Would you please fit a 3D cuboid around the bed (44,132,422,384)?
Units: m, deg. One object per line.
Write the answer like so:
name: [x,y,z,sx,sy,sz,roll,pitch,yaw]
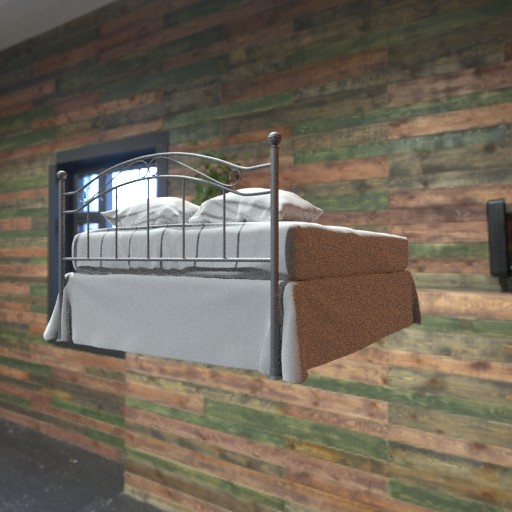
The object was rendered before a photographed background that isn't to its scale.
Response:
bed: [0.000,0.000,3.262,1.936,1.080,2.215,0,0,34]
